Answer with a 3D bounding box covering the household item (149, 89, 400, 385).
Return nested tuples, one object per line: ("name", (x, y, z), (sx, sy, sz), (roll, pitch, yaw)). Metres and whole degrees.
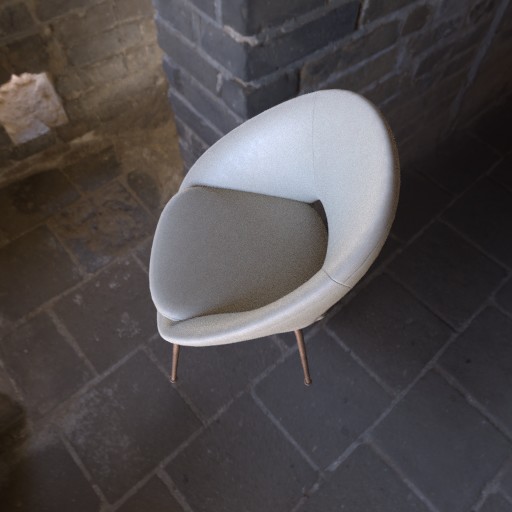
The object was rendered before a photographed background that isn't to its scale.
("household item", (0.000, 0.000, 1.232), (0.573, 0.852, 0.623), (1, 59, 1))
